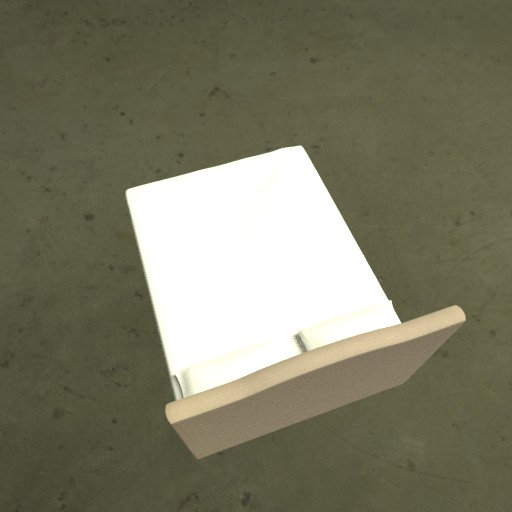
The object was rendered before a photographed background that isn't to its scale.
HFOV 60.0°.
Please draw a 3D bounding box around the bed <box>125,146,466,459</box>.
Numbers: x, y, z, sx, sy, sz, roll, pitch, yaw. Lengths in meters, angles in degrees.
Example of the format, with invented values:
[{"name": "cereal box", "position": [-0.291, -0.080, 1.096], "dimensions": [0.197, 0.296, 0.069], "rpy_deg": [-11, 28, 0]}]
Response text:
[{"name": "bed", "position": [0.000, 0.000, 3.408], "dimensions": [1.821, 1.436, 2.282], "rpy_deg": [-16, 60, -10]}]
